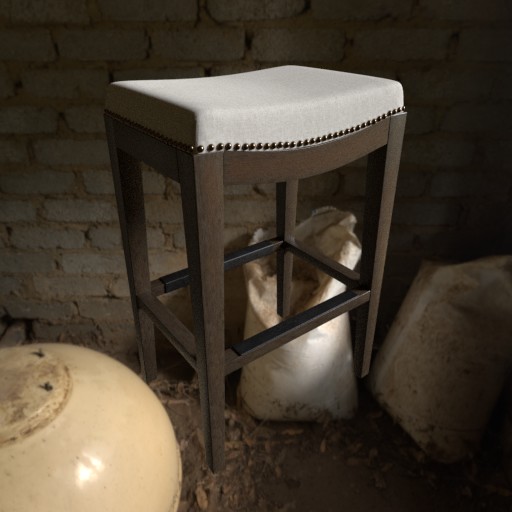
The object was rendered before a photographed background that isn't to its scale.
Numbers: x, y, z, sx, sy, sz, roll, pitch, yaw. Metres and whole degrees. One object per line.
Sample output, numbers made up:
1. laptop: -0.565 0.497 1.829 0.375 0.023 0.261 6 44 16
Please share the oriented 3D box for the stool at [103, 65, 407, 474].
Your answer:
1. stool: 0.000 0.000 1.019 0.498 0.759 0.358 -20 35 -32
